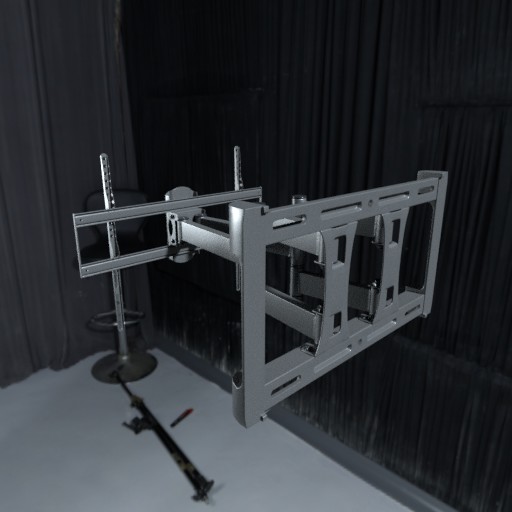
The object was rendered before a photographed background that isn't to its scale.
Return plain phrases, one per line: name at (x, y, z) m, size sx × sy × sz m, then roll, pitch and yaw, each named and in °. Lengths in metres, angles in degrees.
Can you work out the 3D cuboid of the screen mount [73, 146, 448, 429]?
screen mount at (0.000, 0.000, 1.110) m, size 0.661 × 0.491 × 0.644 m, roll -16°, pitch 23°, yaw -42°
